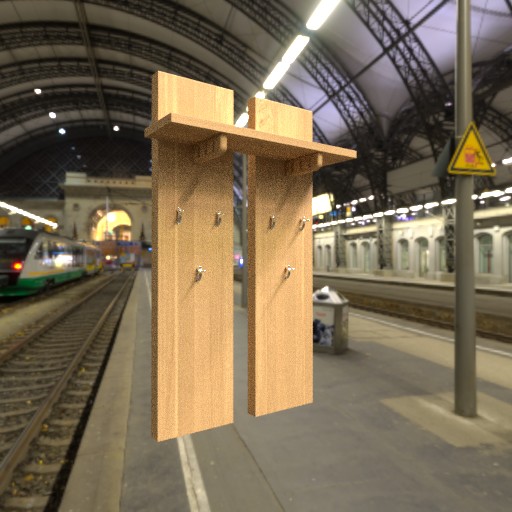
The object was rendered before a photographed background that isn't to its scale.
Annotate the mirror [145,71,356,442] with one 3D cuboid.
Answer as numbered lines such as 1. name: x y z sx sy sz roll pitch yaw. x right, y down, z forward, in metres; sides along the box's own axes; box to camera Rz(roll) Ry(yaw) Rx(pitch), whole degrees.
1. mirror: 0.000 0.000 1.636 0.800 1.250 0.260 0 -1 -36
